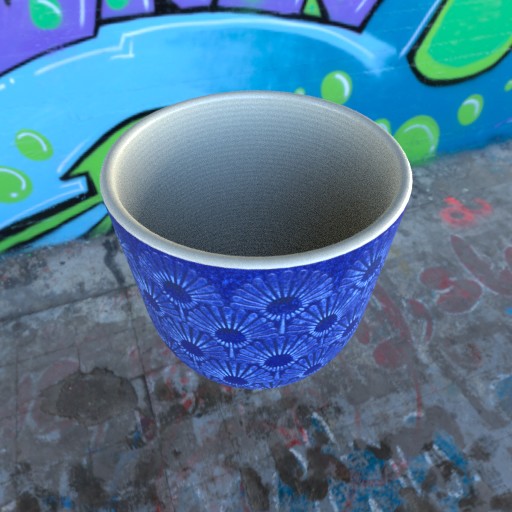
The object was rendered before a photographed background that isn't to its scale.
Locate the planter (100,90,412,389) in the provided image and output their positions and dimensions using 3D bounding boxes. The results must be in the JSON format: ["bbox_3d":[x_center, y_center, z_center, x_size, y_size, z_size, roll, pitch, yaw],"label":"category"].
[{"bbox_3d":[0.000,0.000,0.366,0.206,0.190,0.206,0,45,0],"label":"planter"}]
